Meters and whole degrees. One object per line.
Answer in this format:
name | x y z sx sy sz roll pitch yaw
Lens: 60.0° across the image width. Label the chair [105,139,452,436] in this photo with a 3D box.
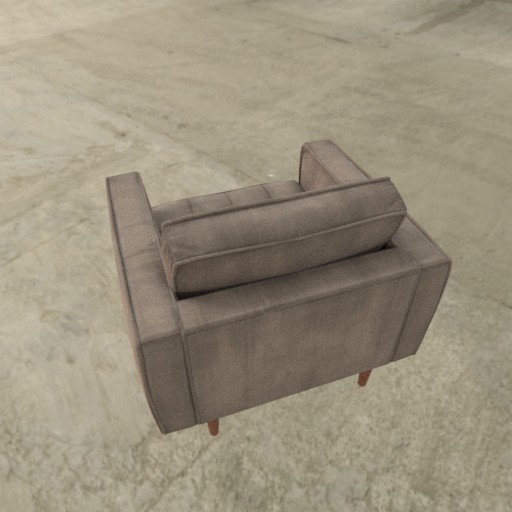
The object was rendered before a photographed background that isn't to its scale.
chair | 0.000 0.000 1.541 0.928 0.773 0.843 -13 43 -14
